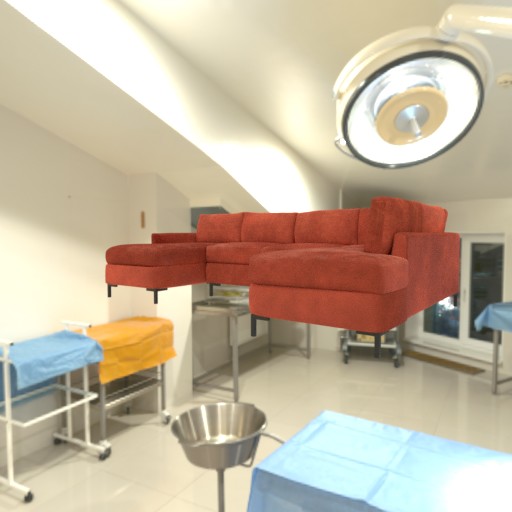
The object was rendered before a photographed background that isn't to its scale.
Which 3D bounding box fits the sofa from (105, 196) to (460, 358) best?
[{"bbox_3d":[0.000,0.000,3.837,2.971,0.858,1.981,2,4,36],"label":"sofa"}]
